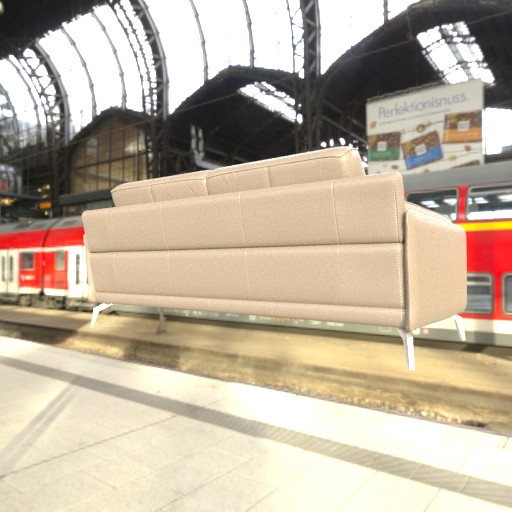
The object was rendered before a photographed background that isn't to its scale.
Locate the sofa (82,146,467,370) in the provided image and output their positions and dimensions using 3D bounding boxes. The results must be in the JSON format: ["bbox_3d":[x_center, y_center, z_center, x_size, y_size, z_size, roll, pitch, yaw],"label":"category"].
[{"bbox_3d":[0.000,0.000,2.579,2.101,0.930,1.049,-1,-2,36],"label":"sofa"}]
